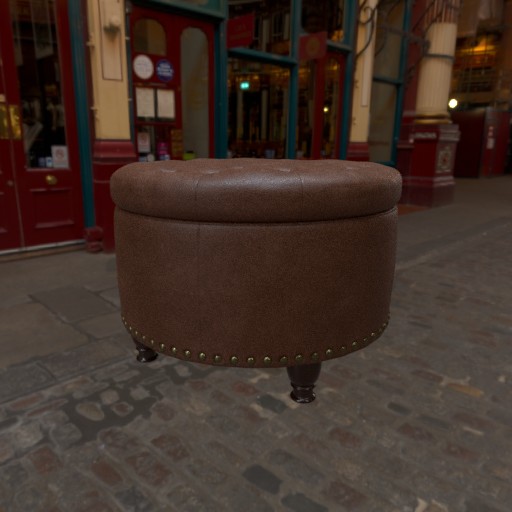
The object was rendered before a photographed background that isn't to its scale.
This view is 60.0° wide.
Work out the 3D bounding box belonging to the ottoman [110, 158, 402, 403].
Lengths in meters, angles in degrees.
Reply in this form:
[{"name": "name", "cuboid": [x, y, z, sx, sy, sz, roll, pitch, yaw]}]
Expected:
[{"name": "ottoman", "cuboid": [0.000, 0.000, 1.057, 0.637, 0.442, 0.637, 0, 14, 0]}]
